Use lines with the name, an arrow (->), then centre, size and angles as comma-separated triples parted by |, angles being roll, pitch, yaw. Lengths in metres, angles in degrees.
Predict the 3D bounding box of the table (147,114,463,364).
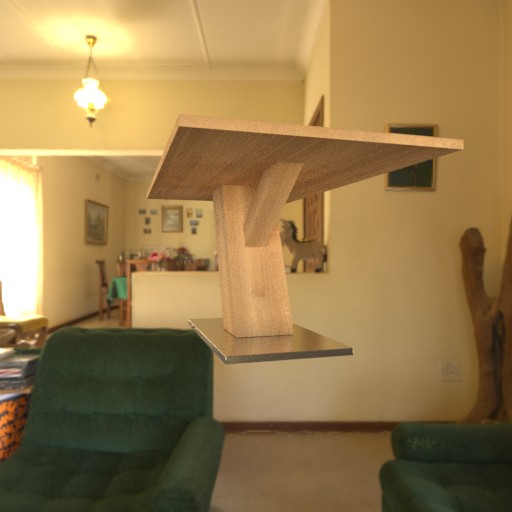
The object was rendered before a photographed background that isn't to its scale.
table -> 0.000, 0.000, 2.051 | 0.900, 0.750, 1.600 | 0, 0, -17
